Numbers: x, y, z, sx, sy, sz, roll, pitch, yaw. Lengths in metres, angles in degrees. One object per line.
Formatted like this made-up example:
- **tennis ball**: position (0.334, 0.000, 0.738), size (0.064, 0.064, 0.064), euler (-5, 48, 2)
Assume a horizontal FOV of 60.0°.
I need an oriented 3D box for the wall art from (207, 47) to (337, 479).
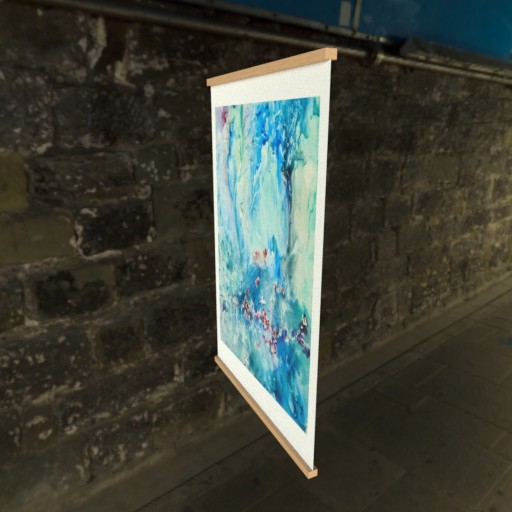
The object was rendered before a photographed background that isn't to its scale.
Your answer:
- **wall art**: position (0.000, 0.000, 1.296), size (0.027, 1.020, 0.669), euler (-8, 18, -25)
